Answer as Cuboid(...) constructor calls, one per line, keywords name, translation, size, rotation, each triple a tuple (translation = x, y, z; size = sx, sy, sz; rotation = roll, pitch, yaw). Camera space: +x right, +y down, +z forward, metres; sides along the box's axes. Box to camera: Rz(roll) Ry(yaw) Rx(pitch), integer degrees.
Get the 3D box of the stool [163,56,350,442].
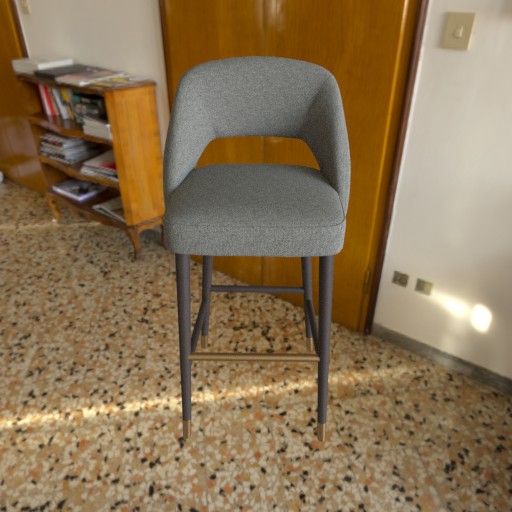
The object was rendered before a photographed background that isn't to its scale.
Cuboid(name="stool", translation=(0.000, 0.000, 1.385), size=(0.536, 1.089, 0.524), rotation=(1, 31, 1))
